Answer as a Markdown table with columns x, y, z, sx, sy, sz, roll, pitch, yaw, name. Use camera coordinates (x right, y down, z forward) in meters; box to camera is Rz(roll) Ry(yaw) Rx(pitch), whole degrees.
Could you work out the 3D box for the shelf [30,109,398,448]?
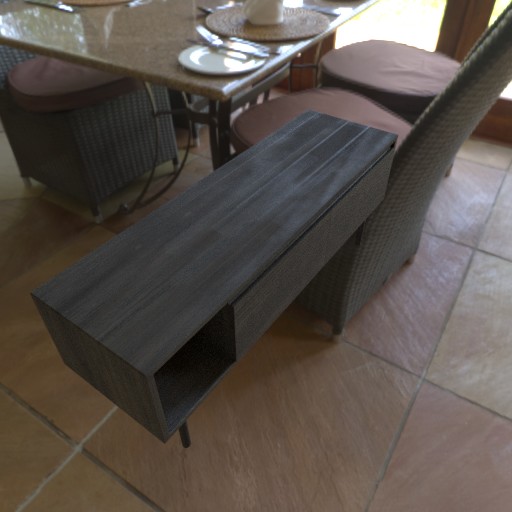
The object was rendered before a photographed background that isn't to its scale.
| x | y | z | sx | sy | sz | roll | pitch | yaw | name |
| --- | --- | --- | --- | --- | --- | --- | --- | --- | --- |
| 0.000 | 0.000 | 1.530 | 0.400 | 0.495 | 1.300 | 26 | 48 | 26 | shelf |
